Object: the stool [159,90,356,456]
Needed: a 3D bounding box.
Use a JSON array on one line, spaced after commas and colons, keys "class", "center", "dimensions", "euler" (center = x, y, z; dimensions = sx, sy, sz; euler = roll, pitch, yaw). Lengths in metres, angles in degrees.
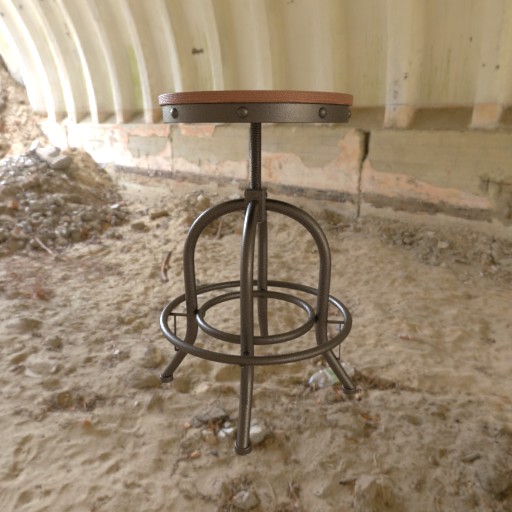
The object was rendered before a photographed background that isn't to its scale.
[{"class": "stool", "center": [0.000, 0.000, 0.899], "dimensions": [0.439, 0.609, 0.439], "euler": [2, 17, 6]}]
